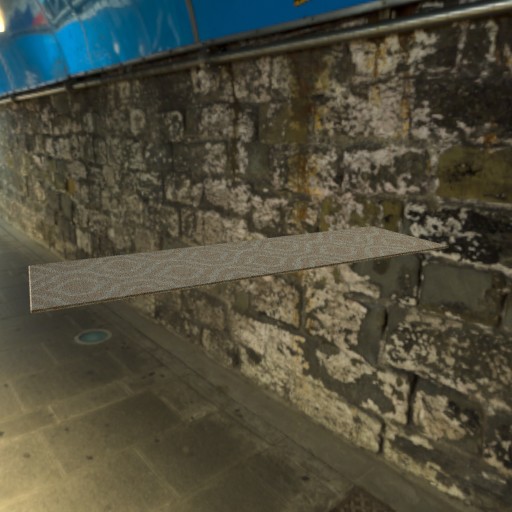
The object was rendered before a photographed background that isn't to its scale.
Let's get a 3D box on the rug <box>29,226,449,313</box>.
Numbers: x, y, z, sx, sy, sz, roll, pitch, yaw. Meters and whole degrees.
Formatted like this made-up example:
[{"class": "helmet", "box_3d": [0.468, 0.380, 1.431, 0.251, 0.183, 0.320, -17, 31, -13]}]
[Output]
[{"class": "rug", "box_3d": [0.000, 0.000, 2.498, 2.289, 0.013, 0.691, -8, 17, -26]}]
